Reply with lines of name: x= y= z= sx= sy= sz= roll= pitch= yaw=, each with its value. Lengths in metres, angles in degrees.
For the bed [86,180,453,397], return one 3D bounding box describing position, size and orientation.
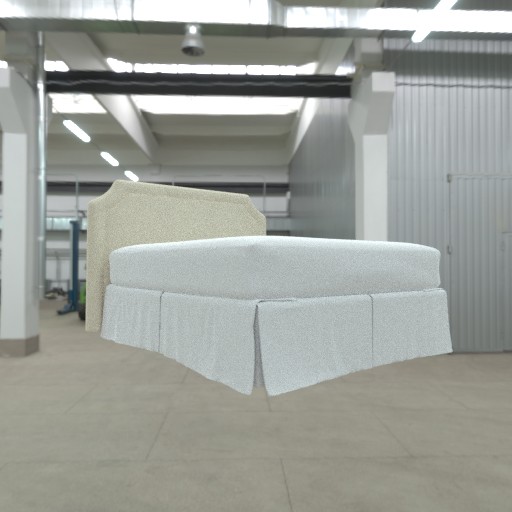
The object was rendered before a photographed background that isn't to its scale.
bed: x=0.000 y=0.000 z=3.297 sx=1.827 sy=1.296 sz=2.209 roll=1 pitch=-1 yaw=-38
